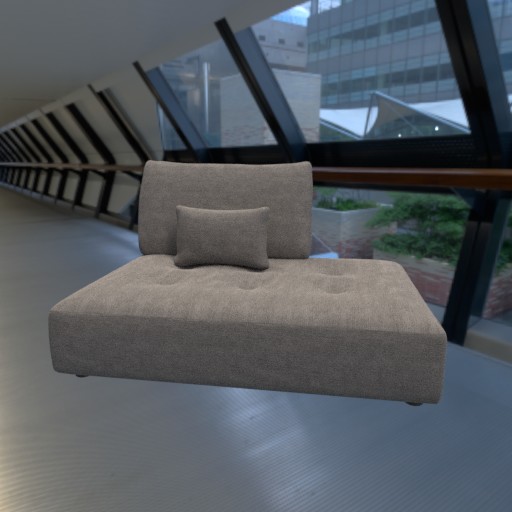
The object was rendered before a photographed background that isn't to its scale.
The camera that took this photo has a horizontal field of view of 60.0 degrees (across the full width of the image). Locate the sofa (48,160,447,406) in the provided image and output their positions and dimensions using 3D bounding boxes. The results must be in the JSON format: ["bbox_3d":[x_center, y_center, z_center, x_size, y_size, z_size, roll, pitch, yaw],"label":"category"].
[{"bbox_3d":[0.000,0.000,1.983,1.450,0.820,1.002,2,13,9],"label":"sofa"}]
